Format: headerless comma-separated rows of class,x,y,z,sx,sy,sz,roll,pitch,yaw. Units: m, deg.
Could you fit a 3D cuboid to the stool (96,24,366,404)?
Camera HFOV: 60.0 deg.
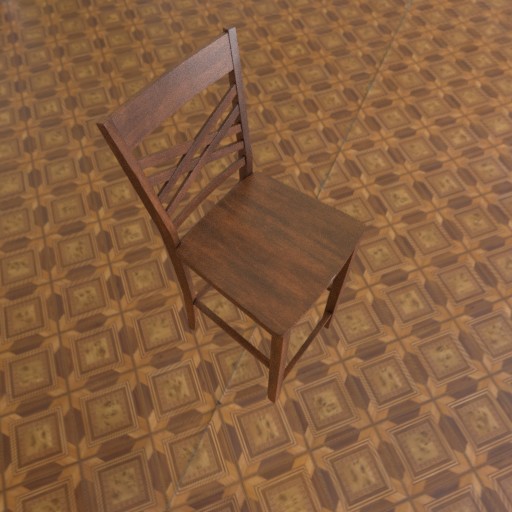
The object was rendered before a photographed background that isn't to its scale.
stool,0.000,0.000,1.357,0.504,1.098,0.426,33,64,18
